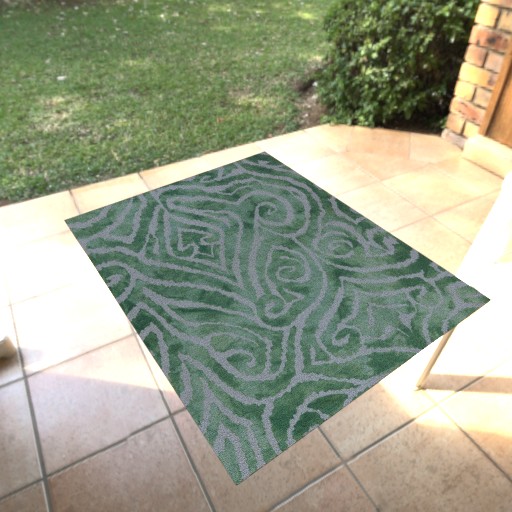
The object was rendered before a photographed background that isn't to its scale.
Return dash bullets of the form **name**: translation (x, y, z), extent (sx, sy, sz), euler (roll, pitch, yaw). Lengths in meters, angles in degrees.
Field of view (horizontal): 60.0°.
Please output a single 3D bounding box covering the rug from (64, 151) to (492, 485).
- **rug**: translation (0.000, 0.000, 3.929), extent (2.436, 0.007, 3.045), euler (-25, 47, -26)
